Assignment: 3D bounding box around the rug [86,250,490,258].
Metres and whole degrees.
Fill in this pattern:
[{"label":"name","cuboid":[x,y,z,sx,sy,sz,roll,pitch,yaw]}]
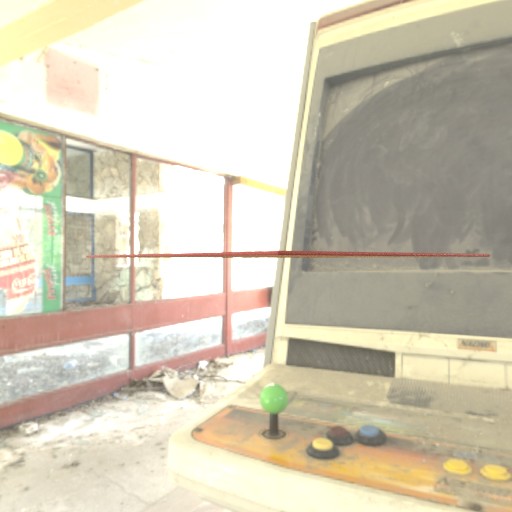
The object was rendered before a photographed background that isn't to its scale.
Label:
[{"label":"rug","cuboid":[0.000,0.000,2.285,1.194,0.013,1.802,0,-1,-37]}]
